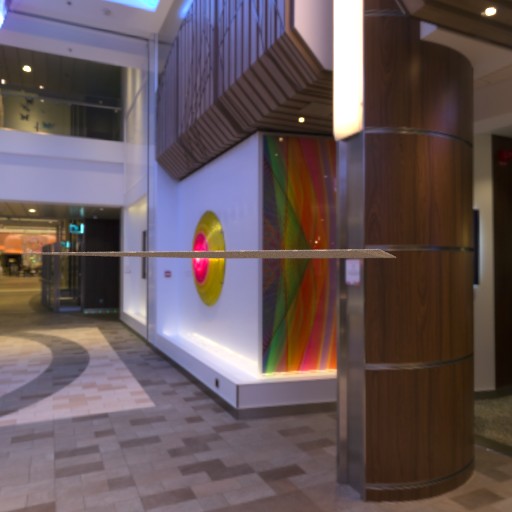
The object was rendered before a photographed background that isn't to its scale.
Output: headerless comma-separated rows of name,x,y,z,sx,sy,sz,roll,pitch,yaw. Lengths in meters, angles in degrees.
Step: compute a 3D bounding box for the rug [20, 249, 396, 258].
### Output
rug,0.000,0.000,3.911,2.283,0.006,2.892,0,-1,19
